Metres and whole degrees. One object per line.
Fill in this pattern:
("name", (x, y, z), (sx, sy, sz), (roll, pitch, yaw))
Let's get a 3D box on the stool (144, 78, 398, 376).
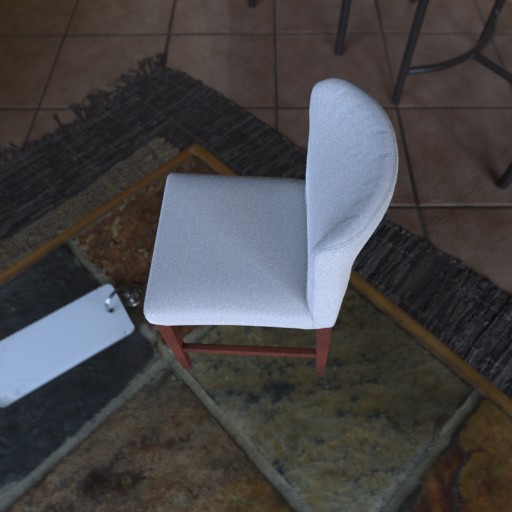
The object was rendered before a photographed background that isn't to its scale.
("stool", (0.000, 0.000, 1.303), (0.568, 0.968, 0.479), (2, 61, 1))
